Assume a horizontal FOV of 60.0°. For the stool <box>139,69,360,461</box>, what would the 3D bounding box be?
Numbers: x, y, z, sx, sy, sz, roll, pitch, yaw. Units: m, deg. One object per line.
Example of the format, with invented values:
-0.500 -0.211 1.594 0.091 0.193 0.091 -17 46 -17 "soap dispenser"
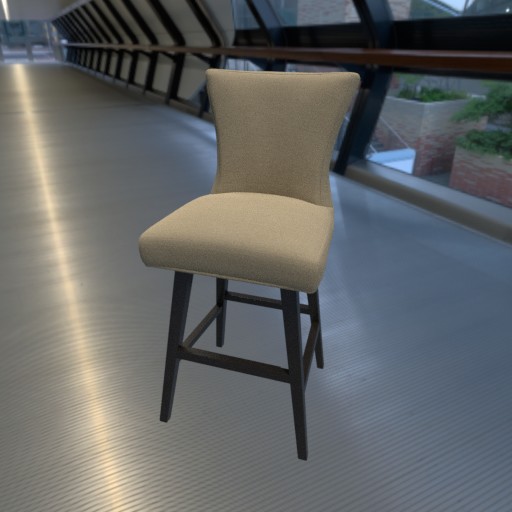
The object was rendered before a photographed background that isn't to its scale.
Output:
0.000 0.000 1.440 0.514 1.086 0.574 8 28 16 "stool"
